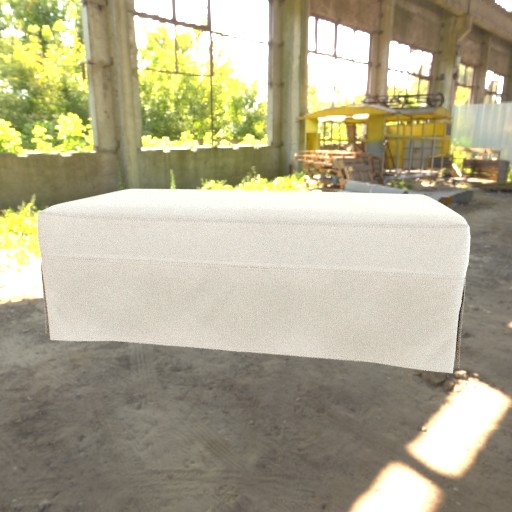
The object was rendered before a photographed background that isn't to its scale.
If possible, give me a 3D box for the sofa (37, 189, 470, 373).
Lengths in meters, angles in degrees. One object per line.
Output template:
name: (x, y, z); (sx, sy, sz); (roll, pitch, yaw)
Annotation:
sofa: (0.000, 0.000, 2.077); (1.677, 0.552, 0.939); (3, 15, 10)
